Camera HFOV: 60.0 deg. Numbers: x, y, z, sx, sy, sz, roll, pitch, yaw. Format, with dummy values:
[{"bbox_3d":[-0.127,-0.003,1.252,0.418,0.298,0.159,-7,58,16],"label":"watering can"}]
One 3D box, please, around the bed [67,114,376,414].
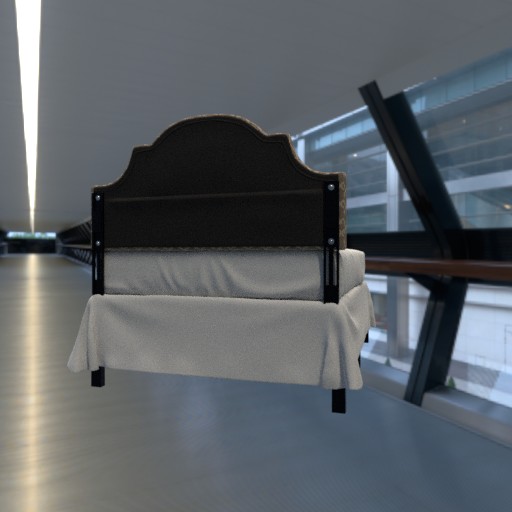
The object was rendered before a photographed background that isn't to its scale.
[{"bbox_3d":[0.000,0.000,3.470,1.780,1.633,2.222,0,0,18],"label":"bed"}]
